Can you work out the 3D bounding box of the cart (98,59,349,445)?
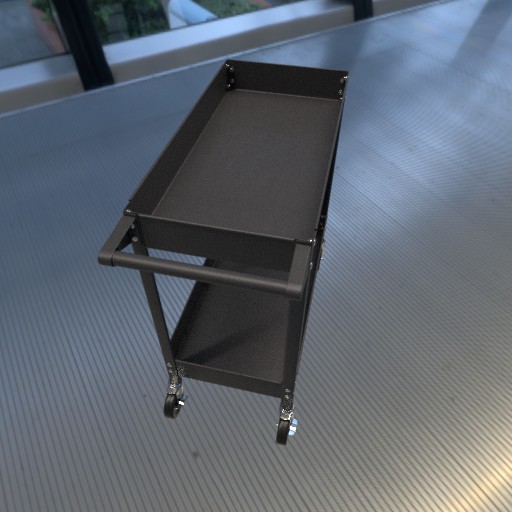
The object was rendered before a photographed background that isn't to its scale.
[{"bbox_3d":[0.000,0.000,1.195,0.366,0.719,0.779,10,47,9],"label":"cart"}]
